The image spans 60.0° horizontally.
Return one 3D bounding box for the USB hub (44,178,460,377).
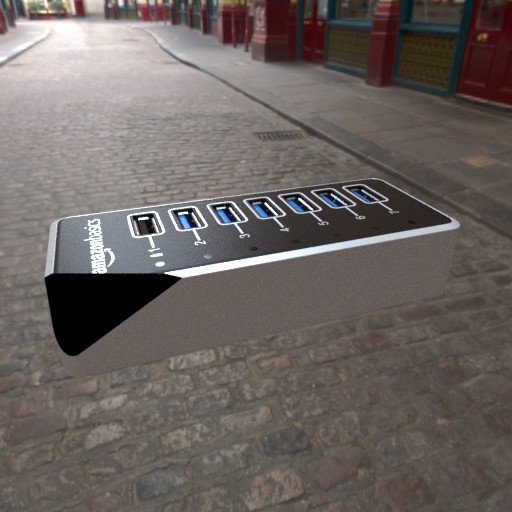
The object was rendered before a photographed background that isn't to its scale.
[{"bbox_3d":[0.000,0.000,0.131,0.110,0.023,0.044,-10,30,-17],"label":"USB hub"}]
